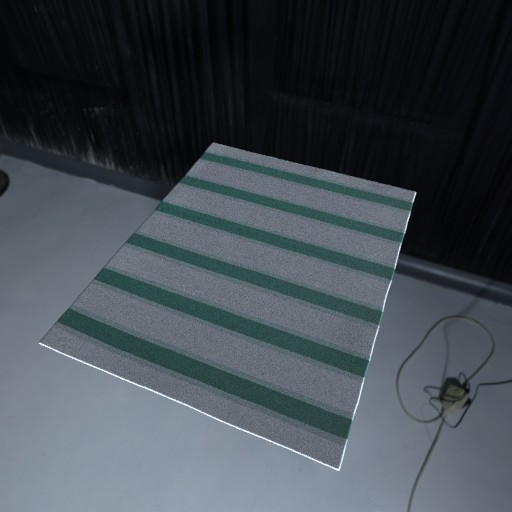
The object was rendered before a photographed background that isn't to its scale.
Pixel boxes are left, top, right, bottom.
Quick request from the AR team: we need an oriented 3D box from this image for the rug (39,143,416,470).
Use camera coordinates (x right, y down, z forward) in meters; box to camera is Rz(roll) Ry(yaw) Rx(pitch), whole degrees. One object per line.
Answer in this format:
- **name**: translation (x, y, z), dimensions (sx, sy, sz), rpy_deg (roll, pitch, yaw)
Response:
- **rug**: translation (0.000, 0.000, 4.100), dimensions (2.434, 0.019, 3.041), rpy_deg (17, 49, 15)
